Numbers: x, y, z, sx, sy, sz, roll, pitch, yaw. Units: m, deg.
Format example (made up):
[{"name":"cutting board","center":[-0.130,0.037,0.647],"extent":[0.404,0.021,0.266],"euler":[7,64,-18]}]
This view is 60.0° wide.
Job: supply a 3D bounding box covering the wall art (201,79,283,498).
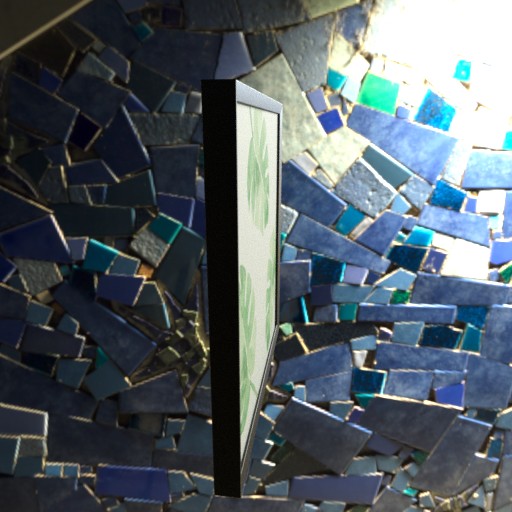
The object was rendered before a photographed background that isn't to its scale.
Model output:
[{"name":"wall art","center":[0.000,0.000,0.747],"extent":[0.036,0.508,0.508],"euler":[2,16,8]}]
